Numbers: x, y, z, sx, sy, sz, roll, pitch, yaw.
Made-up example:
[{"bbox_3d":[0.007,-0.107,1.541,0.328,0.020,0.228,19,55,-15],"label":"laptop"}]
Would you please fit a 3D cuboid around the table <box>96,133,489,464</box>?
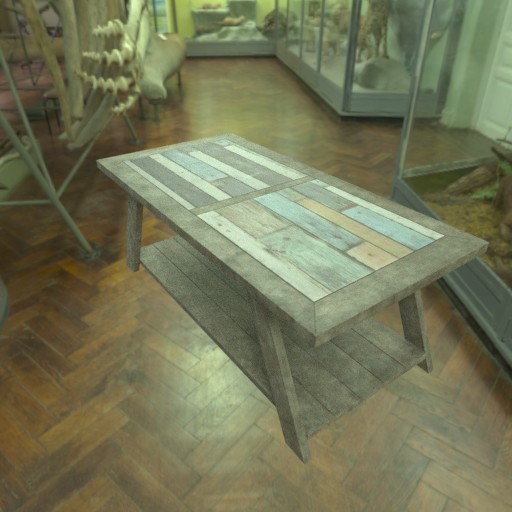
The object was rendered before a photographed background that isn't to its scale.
[{"bbox_3d":[0.000,0.000,1.539,0.610,0.470,1.219,-21,37,-30],"label":"table"}]
